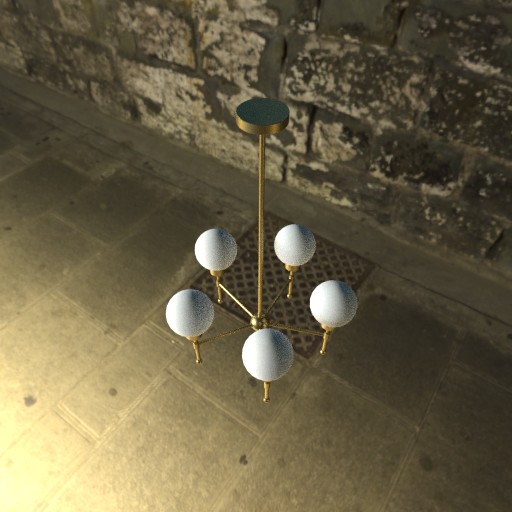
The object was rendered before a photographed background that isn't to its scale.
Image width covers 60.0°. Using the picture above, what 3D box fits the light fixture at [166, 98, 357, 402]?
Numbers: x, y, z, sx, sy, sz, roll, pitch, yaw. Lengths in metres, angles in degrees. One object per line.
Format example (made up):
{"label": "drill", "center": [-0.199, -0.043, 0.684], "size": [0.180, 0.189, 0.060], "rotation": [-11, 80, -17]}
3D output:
{"label": "light fixture", "center": [0.000, 0.000, 1.831], "size": [0.815, 1.331, 0.785], "rotation": [-32, 55, -26]}
